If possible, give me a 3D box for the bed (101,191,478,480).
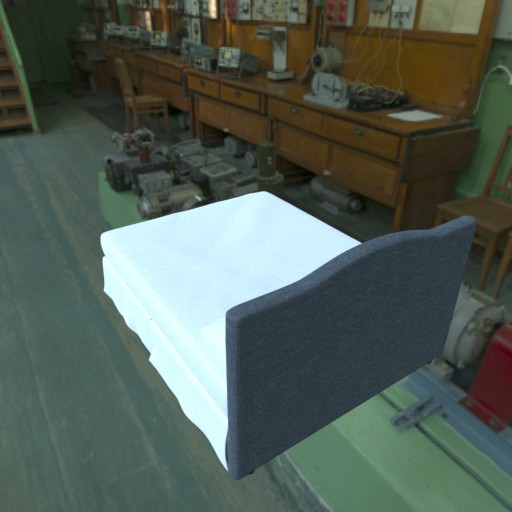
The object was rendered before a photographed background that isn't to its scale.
[{"bbox_3d":[0.000,0.000,3.944,2.161,1.457,2.689,-19,35,-29],"label":"bed"}]
